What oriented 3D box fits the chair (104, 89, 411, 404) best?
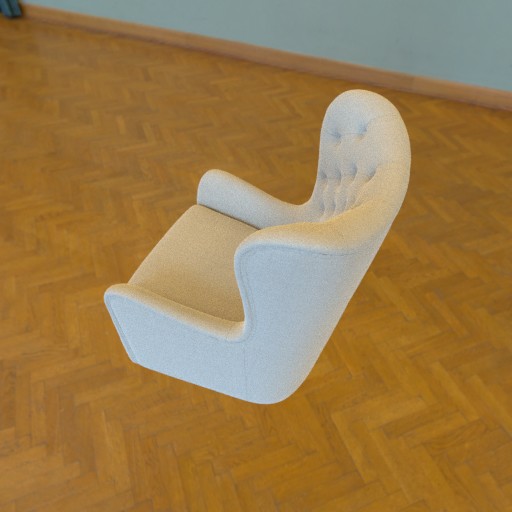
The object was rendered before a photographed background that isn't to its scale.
[{"bbox_3d":[0.000,0.000,1.715,0.929,1.079,0.831,17,49,16],"label":"chair"}]
